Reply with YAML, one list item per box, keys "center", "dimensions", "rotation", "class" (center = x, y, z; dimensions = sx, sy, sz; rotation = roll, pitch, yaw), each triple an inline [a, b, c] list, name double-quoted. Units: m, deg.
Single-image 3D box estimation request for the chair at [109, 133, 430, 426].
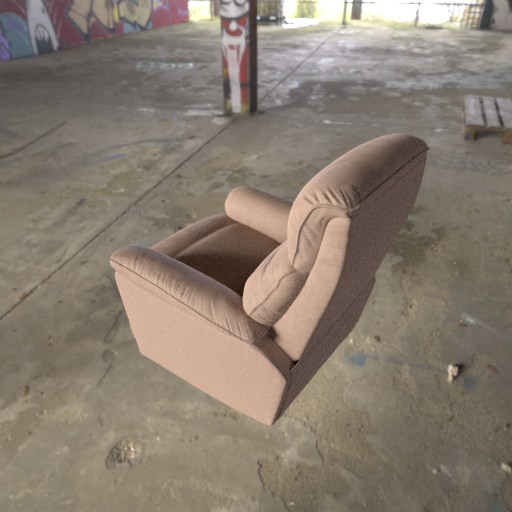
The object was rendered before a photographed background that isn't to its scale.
- center: [0.000, 0.000, 1.747]
  dimensions: [1.004, 1.037, 0.820]
  rotation: [22, 39, 30]
  class: "chair"
